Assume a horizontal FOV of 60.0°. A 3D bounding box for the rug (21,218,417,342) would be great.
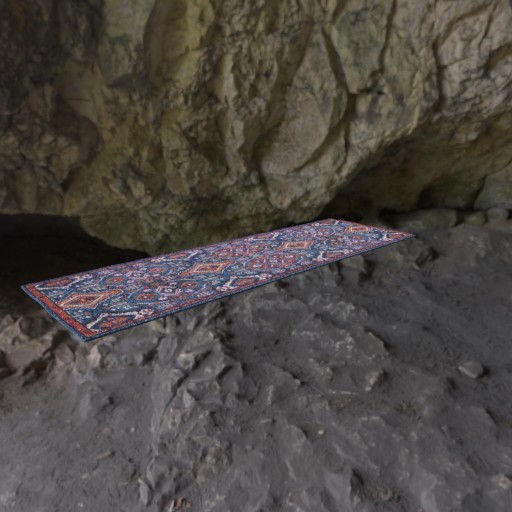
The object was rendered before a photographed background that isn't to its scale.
[{"bbox_3d":[0.000,0.000,2.714,2.459,0.010,0.801,-15,22,-40],"label":"rug"}]
